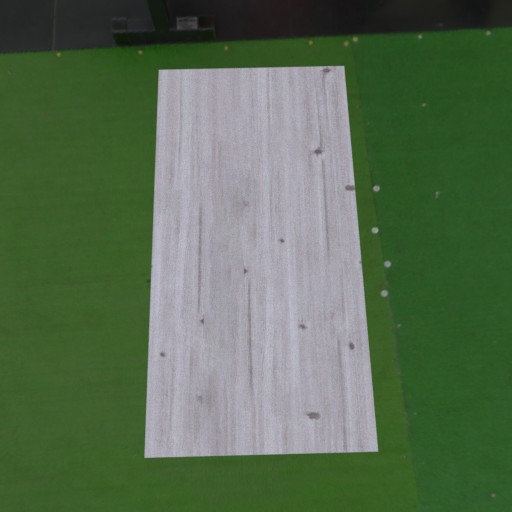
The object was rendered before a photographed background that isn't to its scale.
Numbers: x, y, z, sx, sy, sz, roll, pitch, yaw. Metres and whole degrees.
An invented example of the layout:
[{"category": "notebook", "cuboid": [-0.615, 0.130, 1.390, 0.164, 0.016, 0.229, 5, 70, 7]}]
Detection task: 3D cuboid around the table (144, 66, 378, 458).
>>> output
[{"category": "table", "cuboid": [0.000, 0.000, 1.717, 0.700, 0.450, 1.350, -1, 75, 0]}]
